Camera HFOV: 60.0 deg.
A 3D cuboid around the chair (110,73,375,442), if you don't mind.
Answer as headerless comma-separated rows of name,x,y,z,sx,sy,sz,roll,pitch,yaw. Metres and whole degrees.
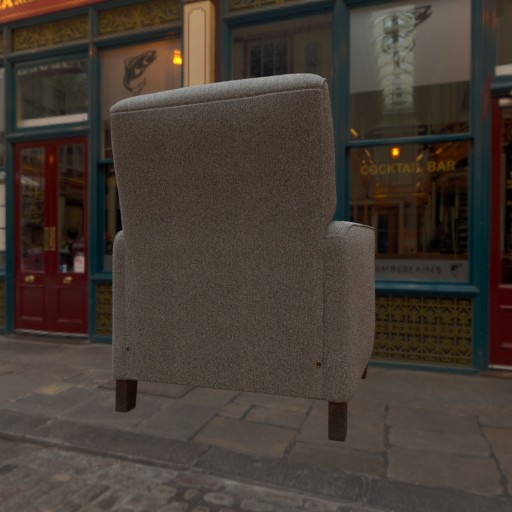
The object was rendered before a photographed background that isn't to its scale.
chair,0.000,0.000,1.662,0.841,1.028,0.858,0,0,19
